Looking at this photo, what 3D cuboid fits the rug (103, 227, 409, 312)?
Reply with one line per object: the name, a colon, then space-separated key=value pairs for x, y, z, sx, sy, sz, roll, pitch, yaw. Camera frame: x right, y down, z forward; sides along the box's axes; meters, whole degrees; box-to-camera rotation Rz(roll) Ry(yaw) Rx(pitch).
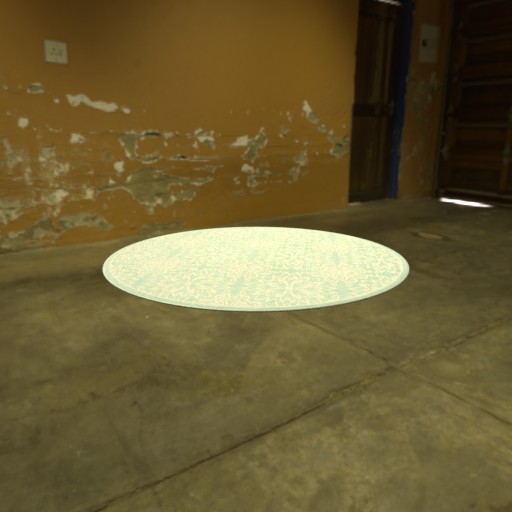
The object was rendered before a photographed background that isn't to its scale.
rug: x=0.000 y=0.000 z=2.425 sx=1.593 sy=0.012 sz=1.593 roll=0 pitch=15 yaw=0
